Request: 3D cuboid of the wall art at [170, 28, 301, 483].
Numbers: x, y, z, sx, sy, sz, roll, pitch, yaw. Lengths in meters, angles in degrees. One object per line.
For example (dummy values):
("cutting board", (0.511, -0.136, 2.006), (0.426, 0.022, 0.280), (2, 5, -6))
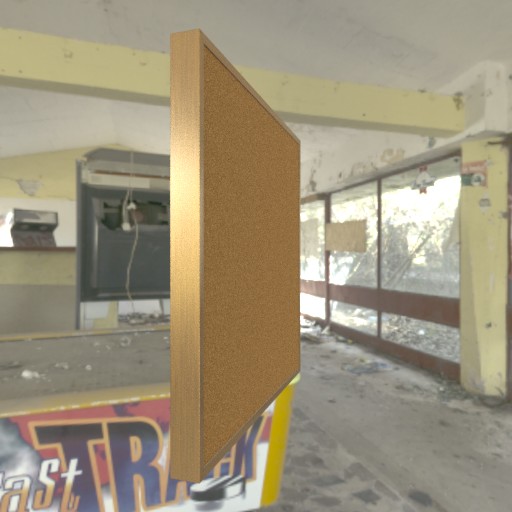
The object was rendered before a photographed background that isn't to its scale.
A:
("wall art", (0.000, 0.000, 0.737), (0.037, 0.505, 0.505), (0, 0, 18))
